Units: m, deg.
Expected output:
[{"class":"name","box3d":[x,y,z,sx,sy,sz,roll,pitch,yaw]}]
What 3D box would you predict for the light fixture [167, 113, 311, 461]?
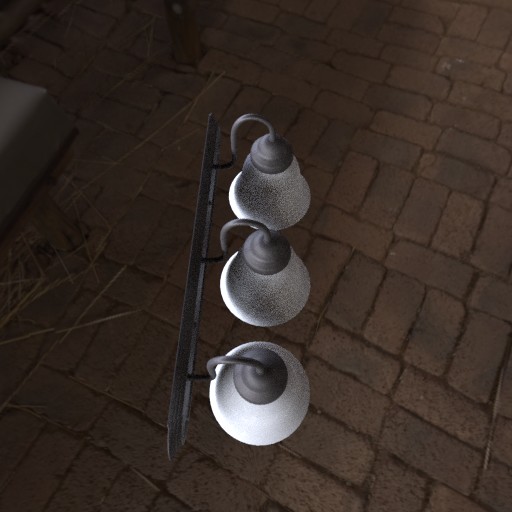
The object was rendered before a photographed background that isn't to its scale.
[{"class":"light fixture","box3d":[0.000,0.000,0.713,0.199,0.222,0.610,3,64,1]}]
